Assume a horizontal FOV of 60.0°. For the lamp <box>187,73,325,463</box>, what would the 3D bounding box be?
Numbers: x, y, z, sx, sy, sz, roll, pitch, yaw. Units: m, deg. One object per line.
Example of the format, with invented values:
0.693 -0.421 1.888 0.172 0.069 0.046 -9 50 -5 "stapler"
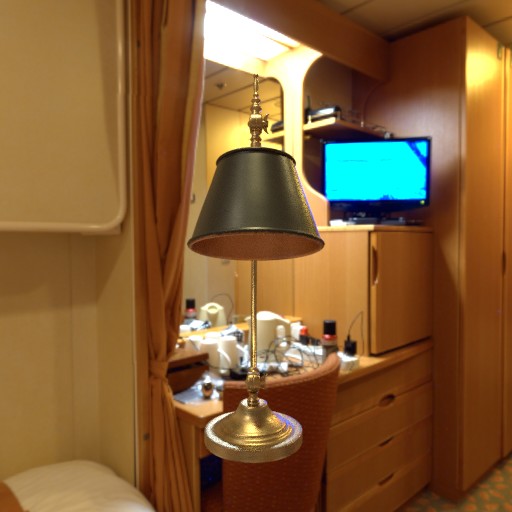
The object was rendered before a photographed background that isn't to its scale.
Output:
0.000 0.000 0.820 0.235 0.675 0.344 0 2 0 "lamp"
